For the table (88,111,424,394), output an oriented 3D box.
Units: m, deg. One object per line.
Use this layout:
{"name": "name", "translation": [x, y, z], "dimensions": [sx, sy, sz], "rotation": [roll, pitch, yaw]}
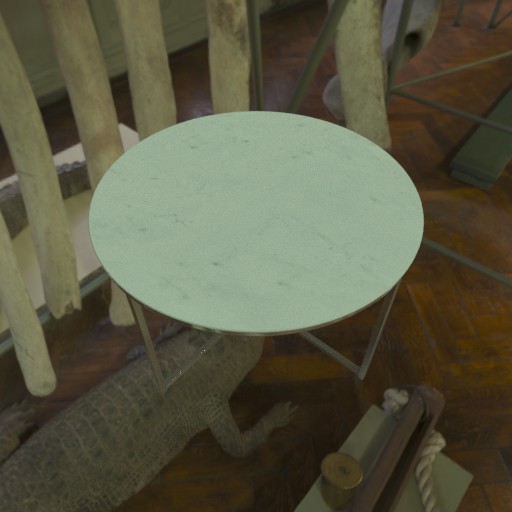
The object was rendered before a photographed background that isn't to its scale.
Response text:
{"name": "table", "translation": [0.000, 0.000, 1.255], "dimensions": [0.800, 0.450, 0.800], "rotation": [0, 47, 0]}
